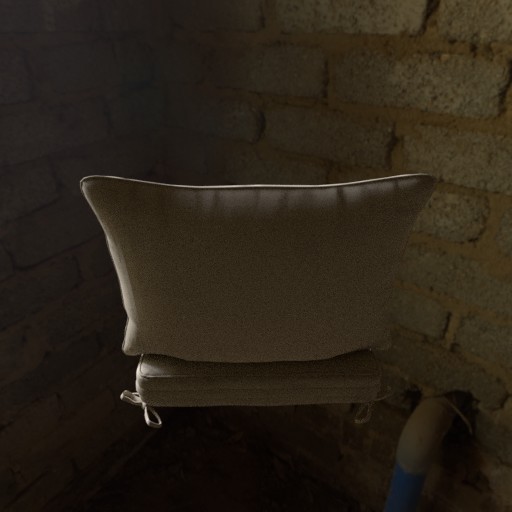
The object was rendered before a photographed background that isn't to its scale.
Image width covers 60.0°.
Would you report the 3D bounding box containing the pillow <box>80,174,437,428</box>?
[{"bbox_3d":[0.000,0.000,1.359,0.798,0.716,0.733,-1,30,-1],"label":"pillow"}]
